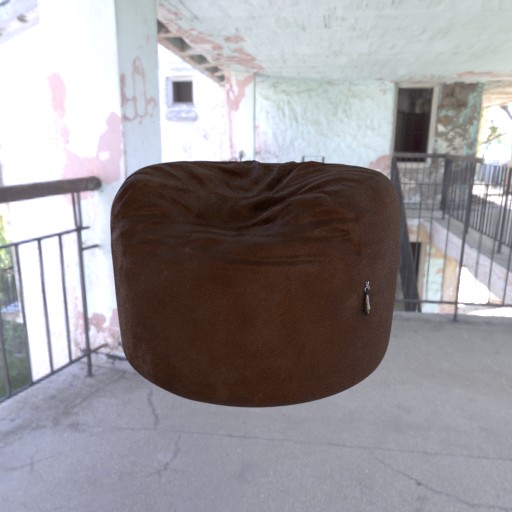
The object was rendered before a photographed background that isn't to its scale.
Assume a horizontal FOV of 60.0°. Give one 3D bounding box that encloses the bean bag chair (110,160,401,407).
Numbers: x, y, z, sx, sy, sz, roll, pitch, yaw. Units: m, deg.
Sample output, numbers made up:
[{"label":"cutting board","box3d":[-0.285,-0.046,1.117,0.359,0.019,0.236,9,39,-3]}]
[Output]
[{"label":"bean bag chair","box3d":[0.000,0.000,1.486,0.918,0.616,0.918,0,14,0]}]
